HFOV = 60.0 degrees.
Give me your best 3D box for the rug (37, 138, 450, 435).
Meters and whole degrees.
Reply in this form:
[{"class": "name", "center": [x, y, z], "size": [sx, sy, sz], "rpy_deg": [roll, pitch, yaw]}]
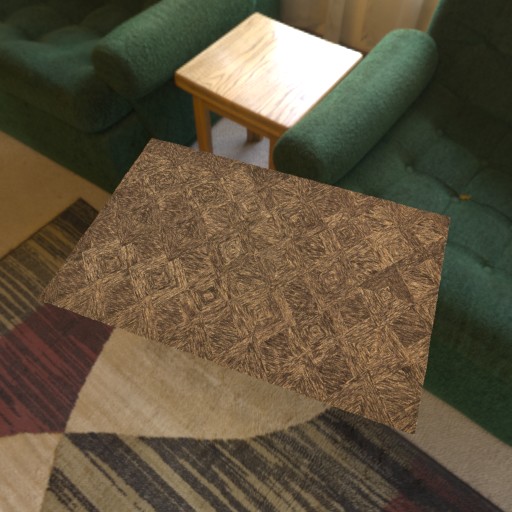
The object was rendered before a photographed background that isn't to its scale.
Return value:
[{"class": "rug", "center": [0.000, 0.000, 2.263], "size": [1.808, 0.011, 1.189], "rpy_deg": [17, 59, 11]}]
